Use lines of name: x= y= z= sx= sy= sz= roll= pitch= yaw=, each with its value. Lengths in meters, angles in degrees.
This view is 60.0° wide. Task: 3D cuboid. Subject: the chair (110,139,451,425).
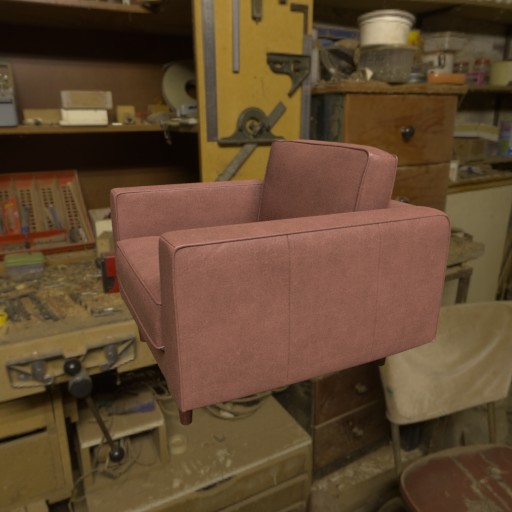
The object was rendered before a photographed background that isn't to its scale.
chair: x=0.000 y=0.000 z=1.566 sx=0.900 sy=0.770 sz=0.920 roll=-8 pitch=20 yaw=-25
